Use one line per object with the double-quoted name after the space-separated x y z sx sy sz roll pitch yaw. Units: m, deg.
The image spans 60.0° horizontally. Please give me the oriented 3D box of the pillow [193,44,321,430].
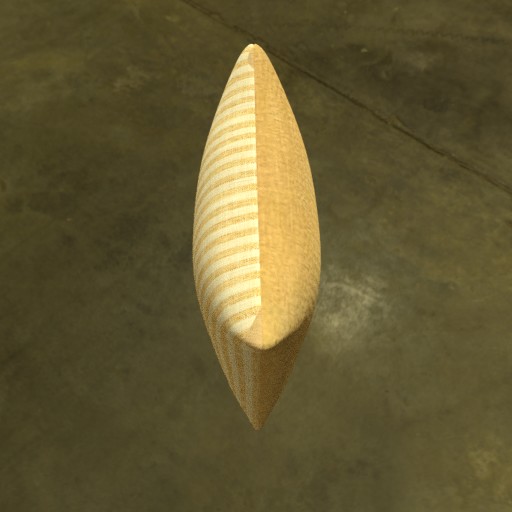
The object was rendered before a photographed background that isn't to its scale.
0.000 0.000 0.647 0.173 0.407 0.419 -1 60 -1 "pillow"
